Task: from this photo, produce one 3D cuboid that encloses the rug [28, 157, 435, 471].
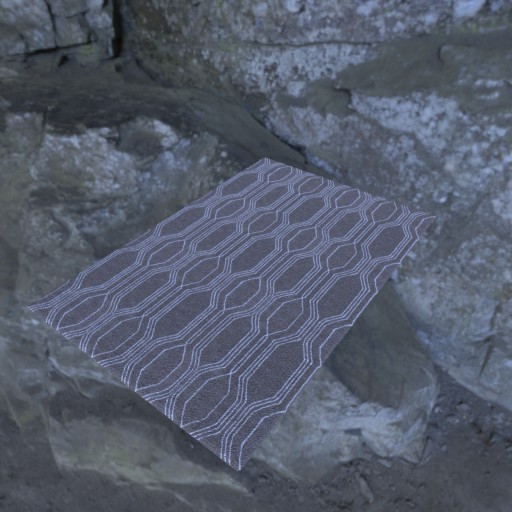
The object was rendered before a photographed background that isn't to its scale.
[{"bbox_3d":[0.000,0.000,2.298,1.239,0.012,1.836,26,46,28],"label":"rug"}]
